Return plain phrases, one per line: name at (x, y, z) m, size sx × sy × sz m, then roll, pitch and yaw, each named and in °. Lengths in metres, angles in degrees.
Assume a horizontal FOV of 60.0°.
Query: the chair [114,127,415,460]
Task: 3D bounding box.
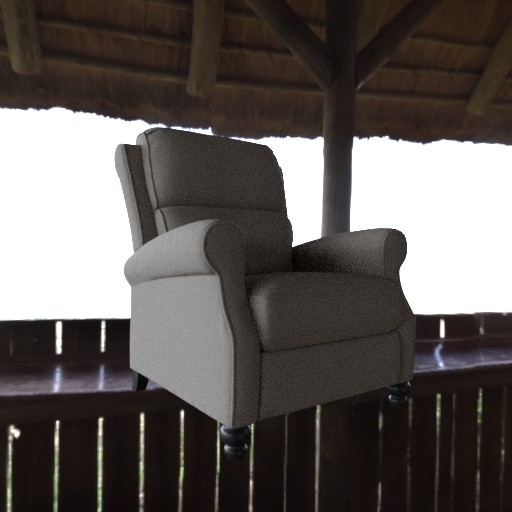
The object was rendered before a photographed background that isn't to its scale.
chair at (0.000, 0.000, 1.672) m, size 0.859 × 1.046 × 0.919 m, roll 0°, pitch 1°, yaw -35°
